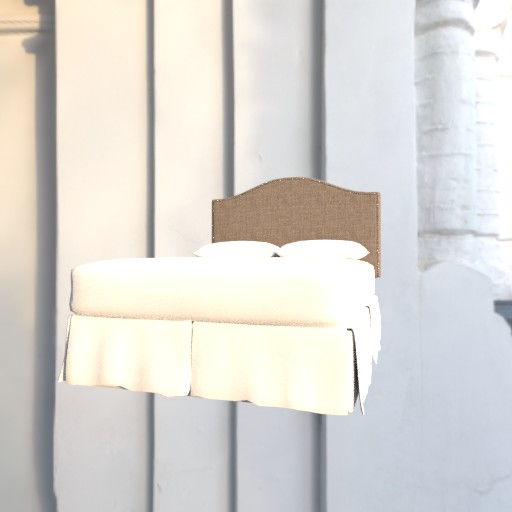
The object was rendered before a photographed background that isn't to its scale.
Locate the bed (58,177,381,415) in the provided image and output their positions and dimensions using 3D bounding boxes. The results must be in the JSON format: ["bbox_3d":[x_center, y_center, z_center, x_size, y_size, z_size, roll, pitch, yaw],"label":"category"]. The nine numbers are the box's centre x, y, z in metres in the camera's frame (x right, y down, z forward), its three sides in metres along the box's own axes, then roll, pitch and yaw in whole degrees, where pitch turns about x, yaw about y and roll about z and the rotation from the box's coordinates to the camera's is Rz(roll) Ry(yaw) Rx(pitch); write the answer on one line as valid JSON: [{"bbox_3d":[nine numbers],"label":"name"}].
[{"bbox_3d":[0.000,0.000,3.254,1.713,1.518,2.153,0,-1,18],"label":"bed"}]
